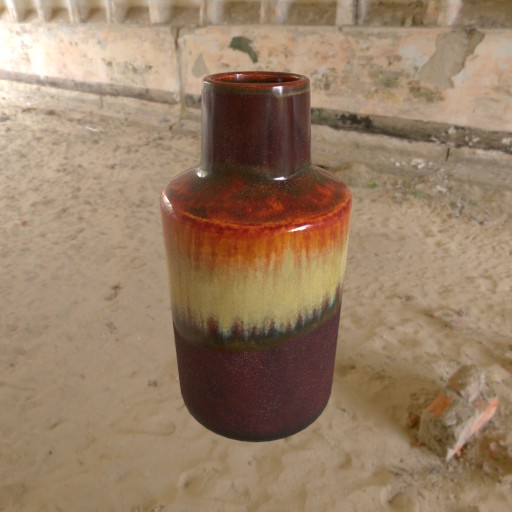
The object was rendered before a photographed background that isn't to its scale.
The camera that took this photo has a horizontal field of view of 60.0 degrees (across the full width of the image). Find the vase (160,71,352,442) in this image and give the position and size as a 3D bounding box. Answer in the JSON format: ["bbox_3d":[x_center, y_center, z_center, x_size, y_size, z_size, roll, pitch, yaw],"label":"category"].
[{"bbox_3d":[0.000,0.000,0.270,0.108,0.204,0.108,0,29,0],"label":"vase"}]
